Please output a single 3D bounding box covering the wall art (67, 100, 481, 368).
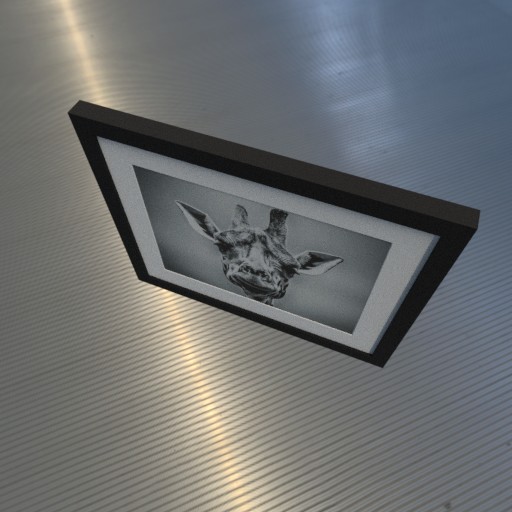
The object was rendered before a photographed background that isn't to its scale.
[{"bbox_3d":[0.000,0.000,0.762,0.558,0.457,0.031,18,58,12],"label":"wall art"}]
